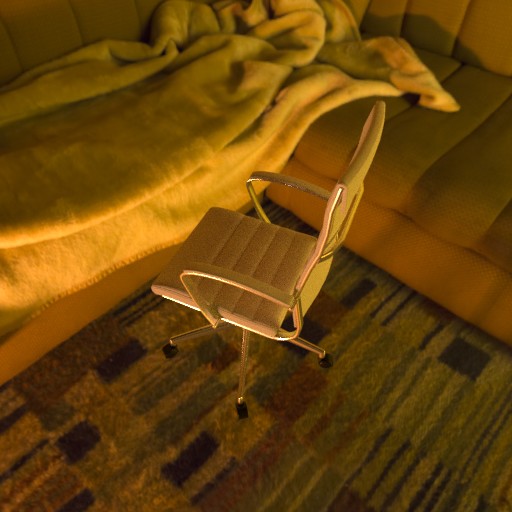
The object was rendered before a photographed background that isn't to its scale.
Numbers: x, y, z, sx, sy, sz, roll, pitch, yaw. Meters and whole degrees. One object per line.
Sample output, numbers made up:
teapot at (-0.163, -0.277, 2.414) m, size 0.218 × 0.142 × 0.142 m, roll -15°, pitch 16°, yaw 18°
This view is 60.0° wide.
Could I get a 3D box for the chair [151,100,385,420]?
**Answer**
chair at (0.000, 0.000, 1.653) m, size 0.739 × 1.149 × 0.766 m, roll 17°, pitch 49°, yaw 15°
